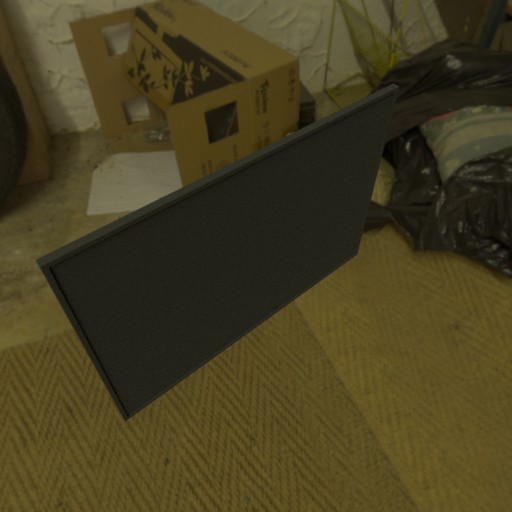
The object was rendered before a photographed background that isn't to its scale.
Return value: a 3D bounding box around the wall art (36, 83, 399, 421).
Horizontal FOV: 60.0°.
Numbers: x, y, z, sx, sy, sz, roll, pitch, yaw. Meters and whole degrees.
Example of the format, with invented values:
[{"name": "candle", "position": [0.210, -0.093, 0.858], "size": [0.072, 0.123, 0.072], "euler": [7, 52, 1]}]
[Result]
[{"name": "wall art", "position": [0.000, 0.000, 1.475], "size": [1.190, 0.805, 0.028], "euler": [-32, 55, -26]}]
